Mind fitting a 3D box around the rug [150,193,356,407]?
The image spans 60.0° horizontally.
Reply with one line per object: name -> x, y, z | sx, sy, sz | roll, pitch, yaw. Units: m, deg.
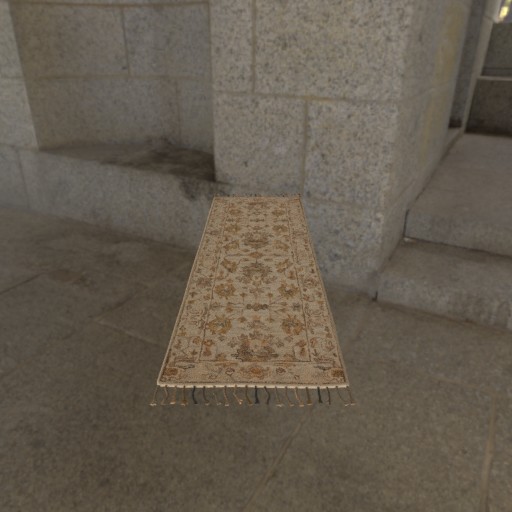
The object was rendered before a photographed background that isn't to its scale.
rug -> 0.000, 0.000, 2.651 | 0.729, 0.021, 2.438 | 0, 26, 0
